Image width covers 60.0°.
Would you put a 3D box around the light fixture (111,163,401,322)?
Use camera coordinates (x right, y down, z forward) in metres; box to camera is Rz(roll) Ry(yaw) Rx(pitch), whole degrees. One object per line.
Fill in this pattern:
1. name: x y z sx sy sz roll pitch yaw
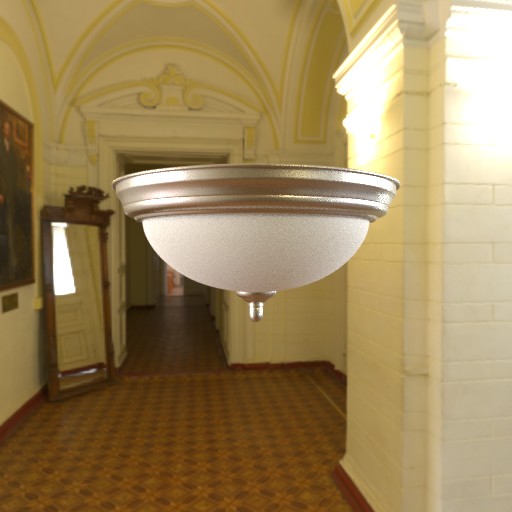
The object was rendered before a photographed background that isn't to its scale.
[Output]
1. light fixture: 0.000 0.000 0.452 0.280 0.135 0.280 0 1 0
